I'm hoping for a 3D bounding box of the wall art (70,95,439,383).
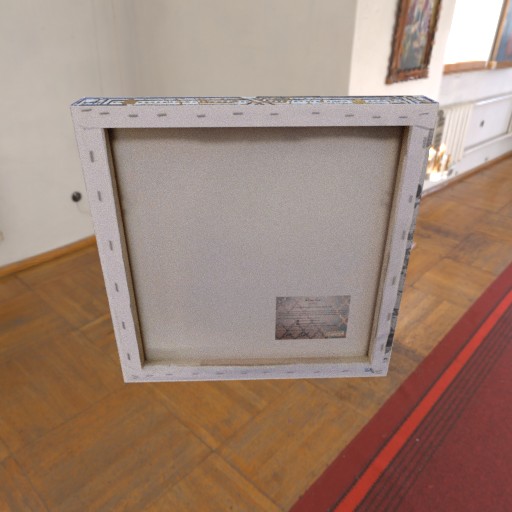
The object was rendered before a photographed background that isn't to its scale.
[{"bbox_3d":[0.000,0.000,0.452,0.302,0.306,0.038,-1,29,-2],"label":"wall art"}]
